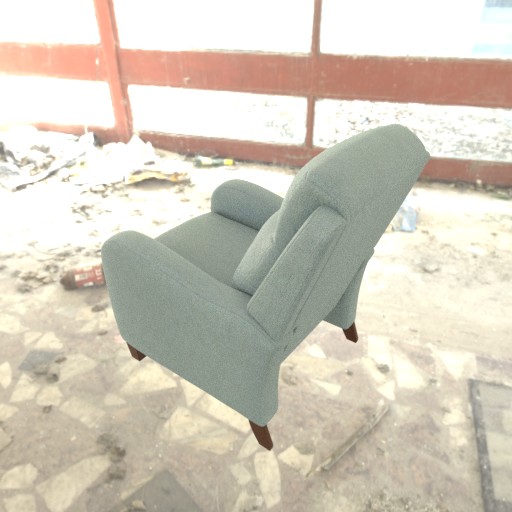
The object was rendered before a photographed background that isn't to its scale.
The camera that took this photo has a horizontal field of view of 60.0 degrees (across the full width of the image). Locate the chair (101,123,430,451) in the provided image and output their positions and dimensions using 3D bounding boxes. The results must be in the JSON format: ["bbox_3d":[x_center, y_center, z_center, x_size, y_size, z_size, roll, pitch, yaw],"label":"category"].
[{"bbox_3d":[0.000,0.000,1.748,0.988,1.067,0.785,22,38,30],"label":"chair"}]
